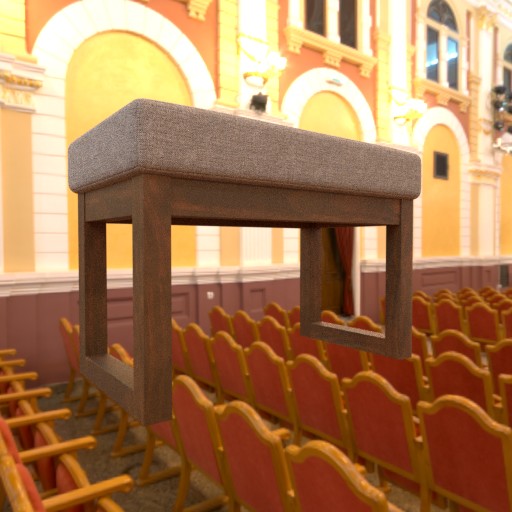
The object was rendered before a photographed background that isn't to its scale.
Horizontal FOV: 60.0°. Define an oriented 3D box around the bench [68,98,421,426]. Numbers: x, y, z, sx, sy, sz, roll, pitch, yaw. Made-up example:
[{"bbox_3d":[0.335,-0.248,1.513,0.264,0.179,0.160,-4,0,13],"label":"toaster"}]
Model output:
[{"bbox_3d":[0.000,0.000,0.949,0.681,0.467,0.366,-1,2,-37],"label":"bench"}]
